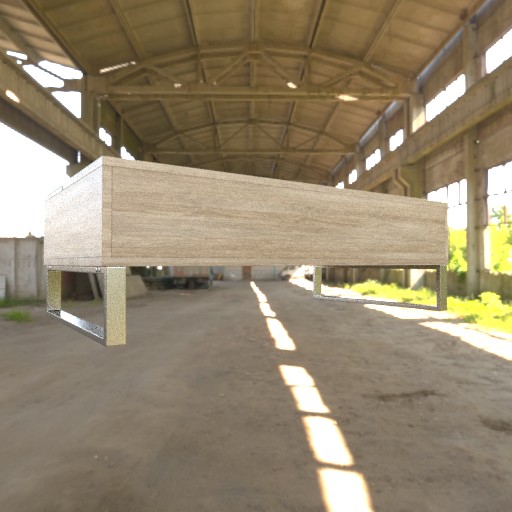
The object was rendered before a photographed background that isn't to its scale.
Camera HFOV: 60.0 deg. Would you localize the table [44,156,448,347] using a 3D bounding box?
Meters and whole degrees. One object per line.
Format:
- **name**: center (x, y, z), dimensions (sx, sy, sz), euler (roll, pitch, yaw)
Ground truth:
- **table**: center (0.000, 0.000, 1.368), dimensions (1.100, 0.350, 0.600), euler (1, -1, -35)
